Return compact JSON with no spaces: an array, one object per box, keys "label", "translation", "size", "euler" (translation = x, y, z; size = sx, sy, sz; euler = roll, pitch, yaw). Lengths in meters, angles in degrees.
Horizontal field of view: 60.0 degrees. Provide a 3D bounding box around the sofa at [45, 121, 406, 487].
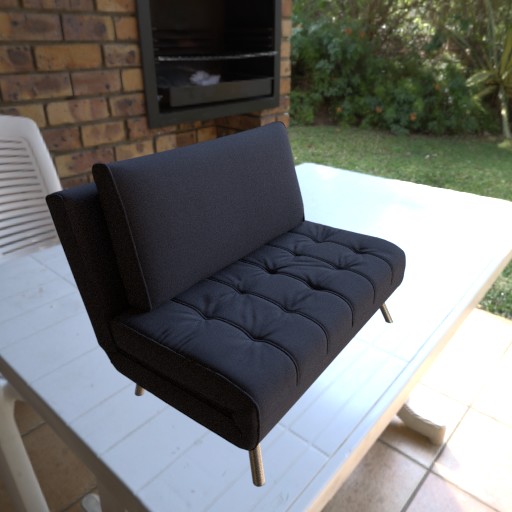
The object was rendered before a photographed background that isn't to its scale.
[{"label":"sofa","translation":[0.000,0.000,1.840],"size":[0.910,0.910,1.220],"euler":[18,31,32]}]
